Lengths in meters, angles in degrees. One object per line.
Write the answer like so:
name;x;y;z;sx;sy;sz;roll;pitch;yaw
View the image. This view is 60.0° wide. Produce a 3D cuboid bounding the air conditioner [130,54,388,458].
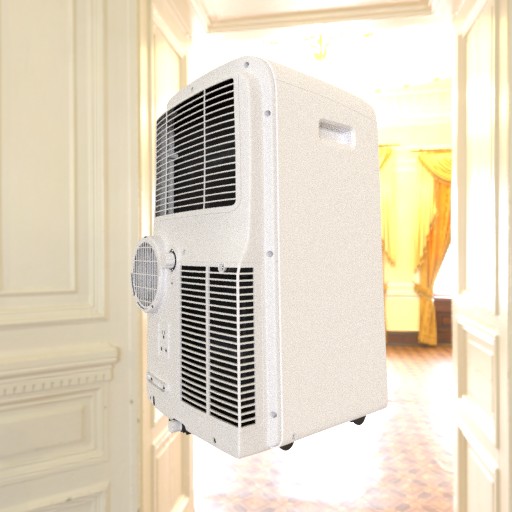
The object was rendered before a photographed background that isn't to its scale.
air conditioner;0.000;0.000;1.059;0.467;0.765;0.478;0;1;-36
